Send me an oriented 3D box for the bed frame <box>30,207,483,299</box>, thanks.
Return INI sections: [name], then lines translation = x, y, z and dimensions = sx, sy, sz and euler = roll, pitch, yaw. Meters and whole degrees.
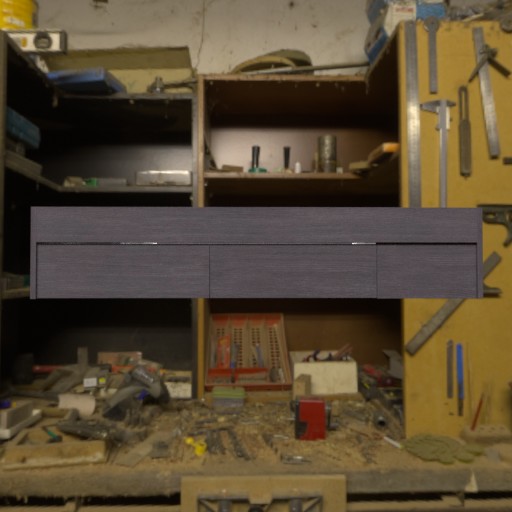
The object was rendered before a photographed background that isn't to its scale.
[bed frame]
translation = 0.000, 0.000, 2.629
dimensions = 1.944, 0.459, 1.448
euler = 0, -1, -1
